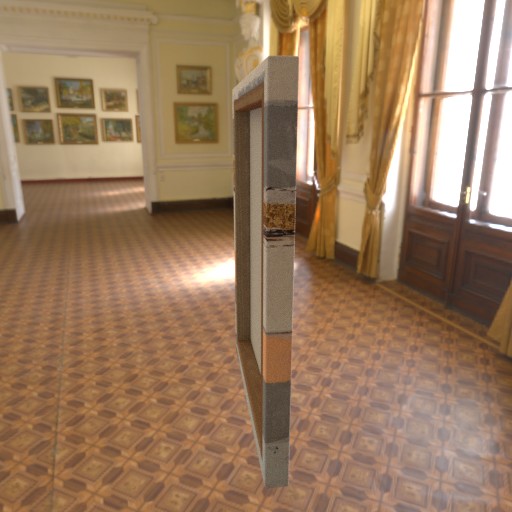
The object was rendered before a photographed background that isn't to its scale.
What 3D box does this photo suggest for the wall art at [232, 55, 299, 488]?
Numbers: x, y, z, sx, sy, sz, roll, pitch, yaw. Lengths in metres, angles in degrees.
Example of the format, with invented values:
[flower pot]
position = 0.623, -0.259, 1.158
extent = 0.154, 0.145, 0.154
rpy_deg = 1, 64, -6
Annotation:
[wall art]
position = 0.000, 0.000, 0.810
extent = 0.038, 0.609, 0.456
rpy_deg = -2, 16, -8
